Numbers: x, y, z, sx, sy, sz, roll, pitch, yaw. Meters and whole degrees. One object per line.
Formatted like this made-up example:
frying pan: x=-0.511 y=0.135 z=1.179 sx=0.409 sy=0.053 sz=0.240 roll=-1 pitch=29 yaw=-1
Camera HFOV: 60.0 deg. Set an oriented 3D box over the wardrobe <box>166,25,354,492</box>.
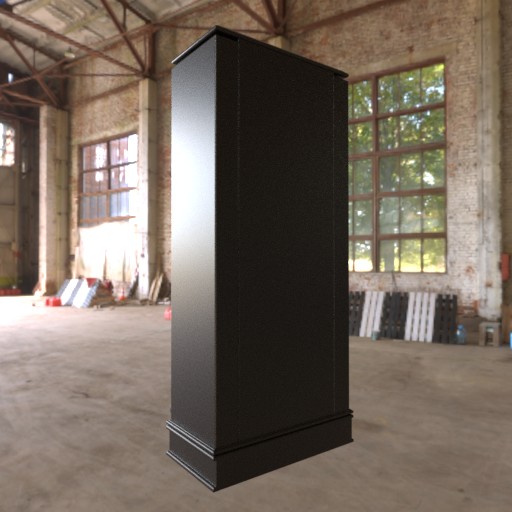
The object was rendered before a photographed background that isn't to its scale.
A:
wardrobe: x=0.000 y=0.000 z=1.197 sx=0.444 sy=1.011 sz=0.295 roll=0 pitch=-1 yaw=-37
